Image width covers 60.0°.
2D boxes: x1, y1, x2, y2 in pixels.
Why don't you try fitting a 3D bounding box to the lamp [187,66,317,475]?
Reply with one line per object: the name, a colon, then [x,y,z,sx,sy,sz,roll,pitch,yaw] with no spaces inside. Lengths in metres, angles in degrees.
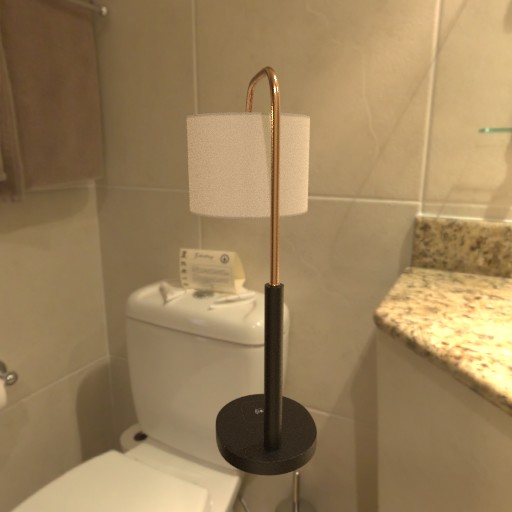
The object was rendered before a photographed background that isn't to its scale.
lamp: [0.000,0.000,0.708,0.199,0.540,0.337,-2,14,-10]
